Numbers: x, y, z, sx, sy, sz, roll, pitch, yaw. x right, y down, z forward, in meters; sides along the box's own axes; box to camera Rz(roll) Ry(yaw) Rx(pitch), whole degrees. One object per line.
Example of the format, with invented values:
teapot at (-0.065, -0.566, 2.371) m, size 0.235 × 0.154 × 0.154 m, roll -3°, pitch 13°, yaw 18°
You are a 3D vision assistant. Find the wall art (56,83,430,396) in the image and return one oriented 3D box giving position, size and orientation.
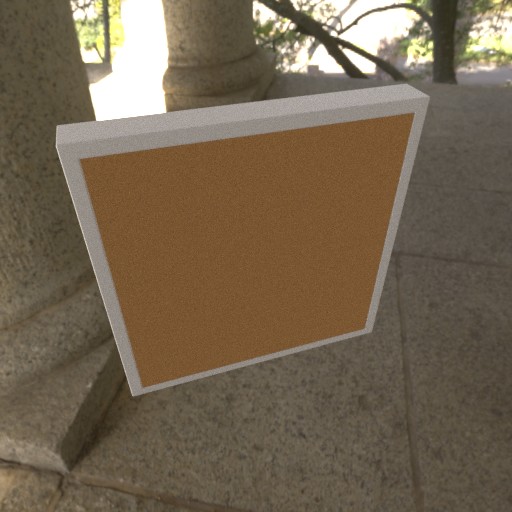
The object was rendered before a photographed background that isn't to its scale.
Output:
wall art at (0.000, 0.000, 0.455) m, size 0.305 × 0.305 × 0.037 m, roll -12°, pitch 41°, yaw -14°
